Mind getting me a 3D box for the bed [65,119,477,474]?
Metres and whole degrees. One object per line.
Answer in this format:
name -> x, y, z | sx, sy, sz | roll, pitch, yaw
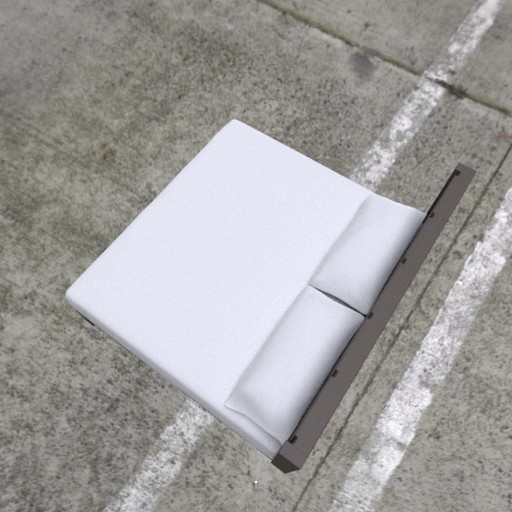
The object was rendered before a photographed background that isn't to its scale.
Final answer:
bed -> 0.000, 0.000, 3.310 | 2.012, 1.270, 2.134 | 32, 67, 15
